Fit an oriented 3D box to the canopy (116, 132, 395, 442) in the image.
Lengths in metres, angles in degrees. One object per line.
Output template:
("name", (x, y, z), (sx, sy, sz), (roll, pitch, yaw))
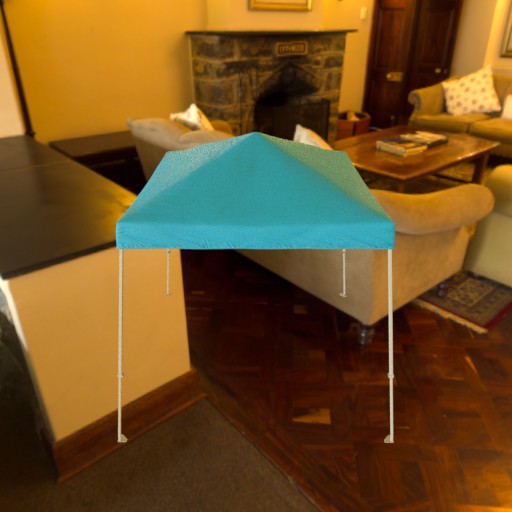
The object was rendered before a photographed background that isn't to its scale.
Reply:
("canopy", (0.000, 0.000, 5.178), (2.849, 2.850, 2.850), (0, 28, 0))
